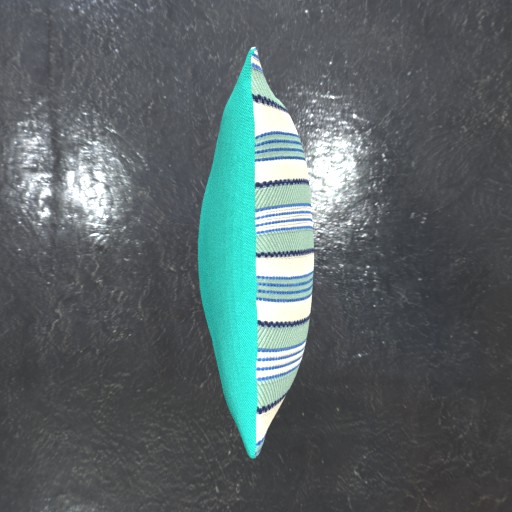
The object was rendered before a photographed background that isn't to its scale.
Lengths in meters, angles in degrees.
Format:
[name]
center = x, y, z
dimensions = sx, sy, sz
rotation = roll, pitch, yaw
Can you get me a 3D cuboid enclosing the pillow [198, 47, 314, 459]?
[pillow]
center = 0.000, 0.000, 0.673
dimensions = 0.182, 0.441, 0.440
rotation = 0, 90, 0
